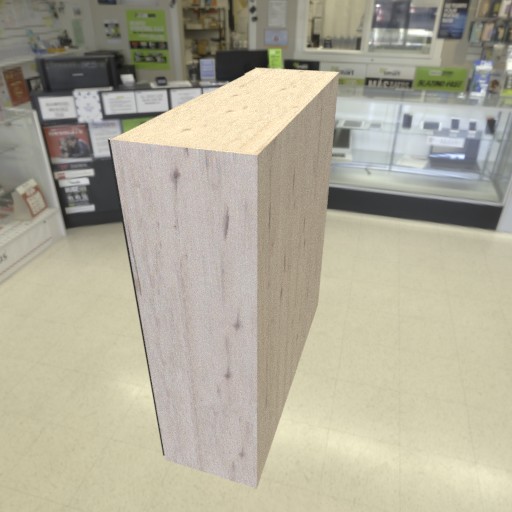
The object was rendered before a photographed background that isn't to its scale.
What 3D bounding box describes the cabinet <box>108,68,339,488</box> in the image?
[{"bbox_3d":[0.000,0.000,3.149,0.660,2.180,2.000,10,33,15],"label":"cabinet"}]
